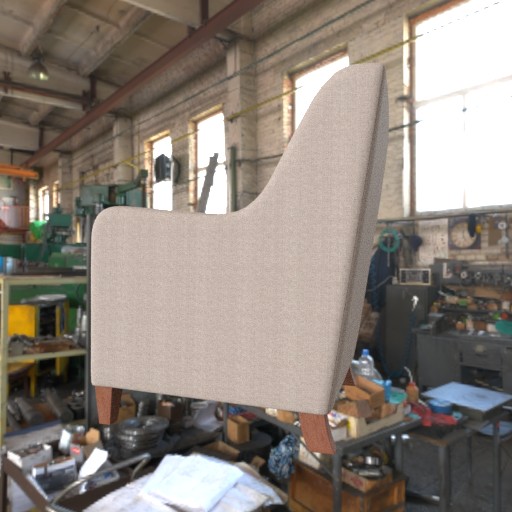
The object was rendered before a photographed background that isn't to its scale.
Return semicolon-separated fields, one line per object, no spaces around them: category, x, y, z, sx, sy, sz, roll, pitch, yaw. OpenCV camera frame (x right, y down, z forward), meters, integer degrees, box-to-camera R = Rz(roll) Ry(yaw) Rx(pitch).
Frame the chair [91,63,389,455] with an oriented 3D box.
chair;0.000;0.000;1.548;0.890;1.017;0.715;0;-1;17
